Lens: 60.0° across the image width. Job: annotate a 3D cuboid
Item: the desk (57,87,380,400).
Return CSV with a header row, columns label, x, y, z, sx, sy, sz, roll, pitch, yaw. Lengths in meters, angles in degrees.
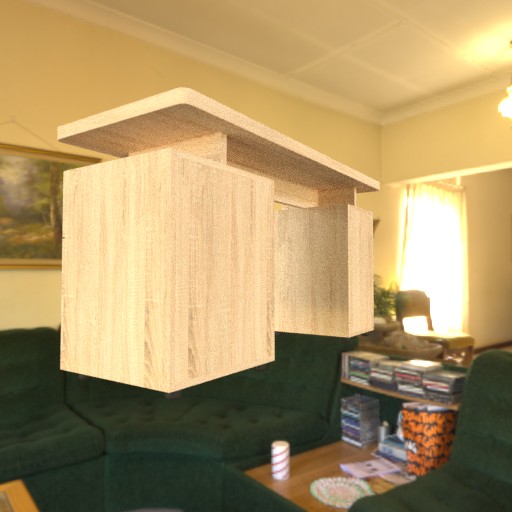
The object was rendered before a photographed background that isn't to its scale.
label,x,y,z,sx,sy,sz,roll,pitch,yaw
desk,0.000,0.000,1.773,0.550,0.760,1.400,-1,-3,34
